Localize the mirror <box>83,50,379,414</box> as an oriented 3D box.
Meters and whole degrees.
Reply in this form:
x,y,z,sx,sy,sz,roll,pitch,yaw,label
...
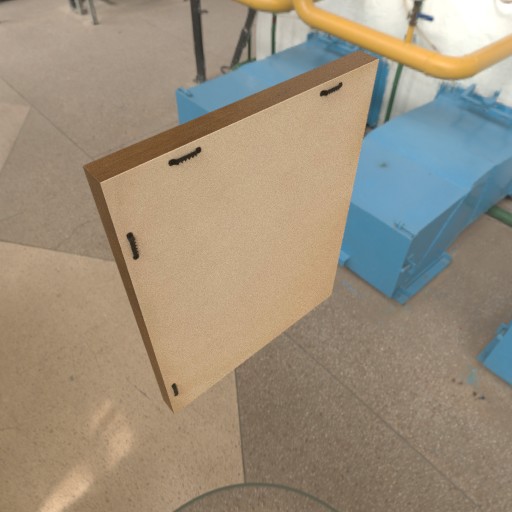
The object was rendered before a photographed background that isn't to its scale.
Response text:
x,y,z,sx,sy,sz,roll,pitch,yaw,label
0.000,0.000,0.690,0.405,0.508,0.041,-32,55,-26,mirror
